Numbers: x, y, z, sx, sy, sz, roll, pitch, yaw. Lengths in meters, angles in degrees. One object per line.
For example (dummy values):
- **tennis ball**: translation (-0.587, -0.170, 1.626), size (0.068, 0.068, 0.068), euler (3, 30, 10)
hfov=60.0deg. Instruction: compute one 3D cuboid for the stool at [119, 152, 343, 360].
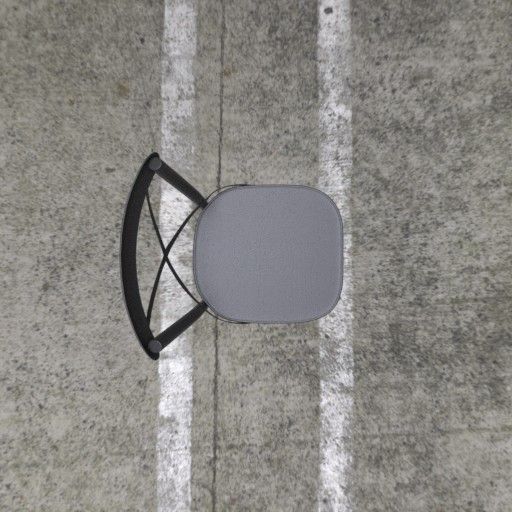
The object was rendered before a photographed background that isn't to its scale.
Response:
- **stool**: translation (0.000, 0.000, 1.514), size (0.584, 1.168, 0.457), euler (0, 90, 0)
